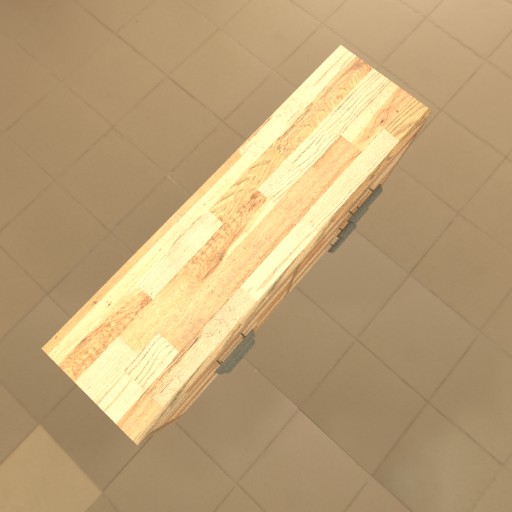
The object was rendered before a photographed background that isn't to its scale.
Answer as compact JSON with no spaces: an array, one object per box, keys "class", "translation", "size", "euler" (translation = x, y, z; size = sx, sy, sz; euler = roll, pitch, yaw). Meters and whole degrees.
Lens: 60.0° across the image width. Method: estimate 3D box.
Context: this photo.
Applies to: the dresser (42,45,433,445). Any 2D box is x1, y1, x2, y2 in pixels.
[{"class":"dresser","translation":[0.000,0.000,1.942],"size":[0.487,0.834,1.547],"euler":[41,79,10]}]
